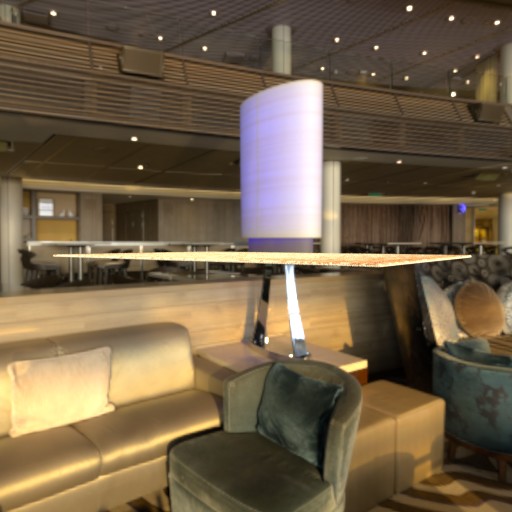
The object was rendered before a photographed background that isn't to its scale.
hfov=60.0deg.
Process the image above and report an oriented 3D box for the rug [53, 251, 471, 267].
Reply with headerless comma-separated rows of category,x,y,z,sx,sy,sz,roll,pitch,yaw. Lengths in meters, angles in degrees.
rug,0.000,0.000,2.321,1.829,0.011,1.219,1,2,37
